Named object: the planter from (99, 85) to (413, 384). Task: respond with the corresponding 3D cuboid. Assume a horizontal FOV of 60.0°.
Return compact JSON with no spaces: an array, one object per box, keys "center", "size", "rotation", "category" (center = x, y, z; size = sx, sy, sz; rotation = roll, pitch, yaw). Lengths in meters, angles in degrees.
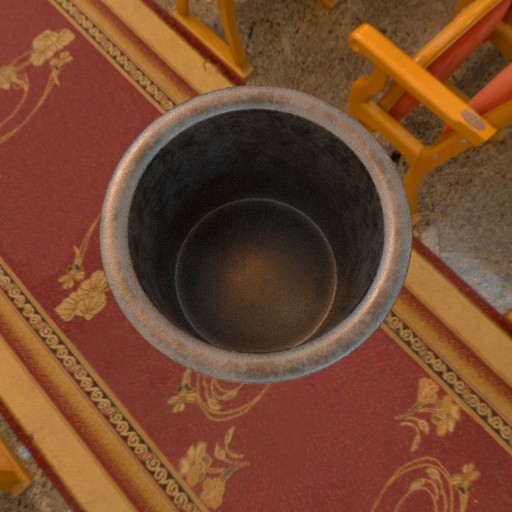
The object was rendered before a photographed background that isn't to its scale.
[{"center":[0.000,0.000,0.227],"size":[0.125,0.112,0.125],"rotation":[0,75,0],"category":"planter"}]
